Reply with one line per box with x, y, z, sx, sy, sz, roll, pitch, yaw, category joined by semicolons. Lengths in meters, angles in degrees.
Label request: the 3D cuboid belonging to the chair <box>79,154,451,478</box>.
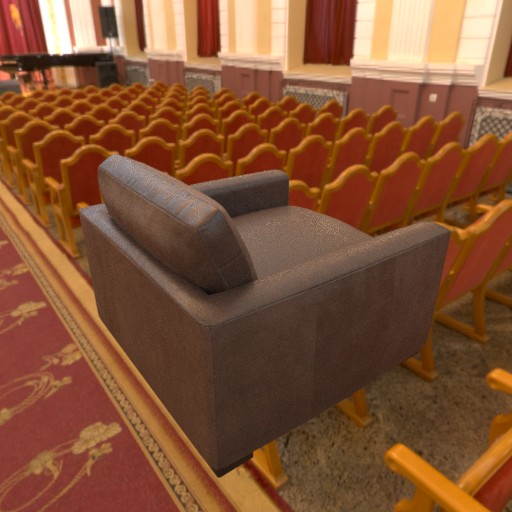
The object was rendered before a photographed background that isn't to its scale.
0.000;0.000;1.802;1.069;0.812;1.100;-18;31;-32;chair
